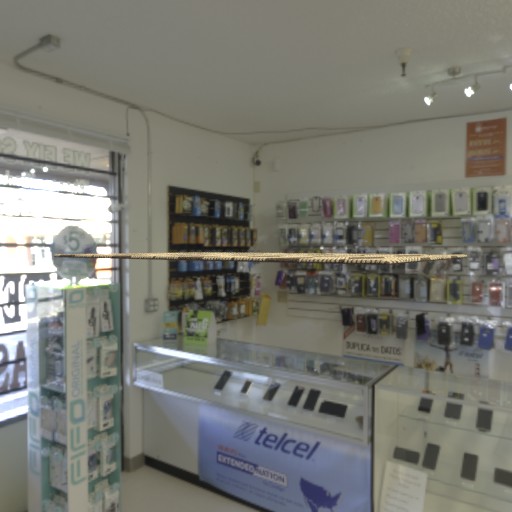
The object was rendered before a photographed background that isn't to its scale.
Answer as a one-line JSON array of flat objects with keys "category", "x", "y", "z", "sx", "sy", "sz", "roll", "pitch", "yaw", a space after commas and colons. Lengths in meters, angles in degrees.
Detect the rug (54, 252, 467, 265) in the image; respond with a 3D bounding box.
[{"category": "rug", "x": 0.000, "y": 0.000, "z": 2.341, "sx": 1.833, "sy": 0.016, "sz": 1.210, "roll": 1, "pitch": 1, "yaw": 36}]
